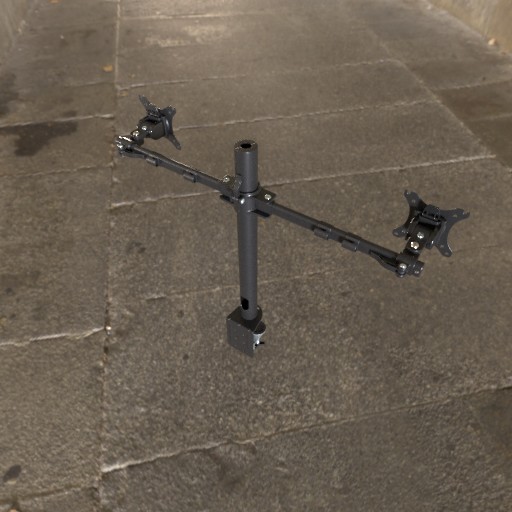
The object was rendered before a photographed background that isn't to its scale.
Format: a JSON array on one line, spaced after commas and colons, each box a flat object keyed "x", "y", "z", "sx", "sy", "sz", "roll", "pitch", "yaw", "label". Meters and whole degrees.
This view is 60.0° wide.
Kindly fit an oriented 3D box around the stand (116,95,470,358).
[{"x": 0.000, "y": 0.000, "z": 1.003, "sx": 0.743, "sy": 0.603, "sz": 0.150, "roll": 26, "pitch": 51, "yaw": 23, "label": "stand"}]
